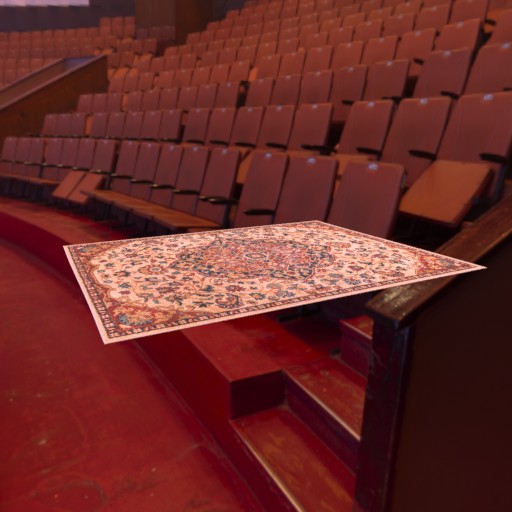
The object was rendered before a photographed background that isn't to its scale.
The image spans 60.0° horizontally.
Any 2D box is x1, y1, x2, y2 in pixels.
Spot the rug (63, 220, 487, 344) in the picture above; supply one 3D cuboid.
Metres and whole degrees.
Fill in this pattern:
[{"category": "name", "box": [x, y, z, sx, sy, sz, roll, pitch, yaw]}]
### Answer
[{"category": "rug", "box": [0.000, 0.000, 4.055, 3.067, 0.005, 2.454, -8, 17, -27]}]
